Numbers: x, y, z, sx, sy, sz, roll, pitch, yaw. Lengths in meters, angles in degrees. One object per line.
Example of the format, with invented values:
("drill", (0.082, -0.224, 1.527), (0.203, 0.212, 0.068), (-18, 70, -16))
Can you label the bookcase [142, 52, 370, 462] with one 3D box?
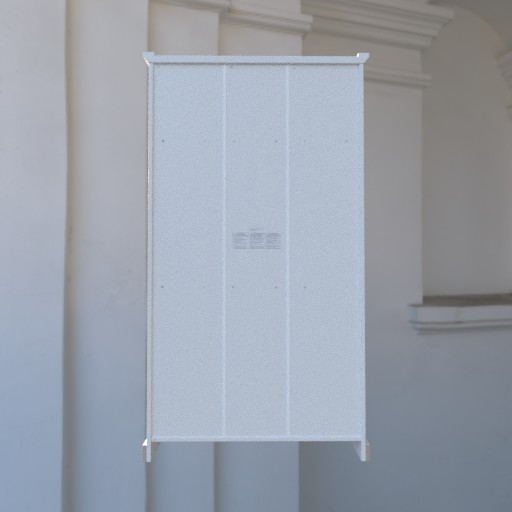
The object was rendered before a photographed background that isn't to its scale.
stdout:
("bookcase", (0.000, 0.000, 2.248), (1.050, 1.880, 0.432), (0, -1, -1))
